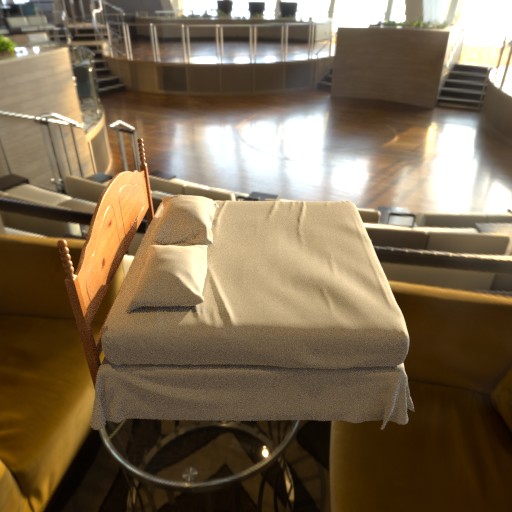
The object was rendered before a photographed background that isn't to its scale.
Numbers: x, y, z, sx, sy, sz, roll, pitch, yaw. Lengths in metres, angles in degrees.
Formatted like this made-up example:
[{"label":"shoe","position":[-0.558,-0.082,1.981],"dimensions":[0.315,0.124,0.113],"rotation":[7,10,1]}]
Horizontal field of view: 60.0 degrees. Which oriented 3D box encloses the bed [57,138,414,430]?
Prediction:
[{"label":"bed","position":[0.000,0.000,3.595],"dimensions":[2.219,1.355,2.322],"rotation":[0,32,1]}]
